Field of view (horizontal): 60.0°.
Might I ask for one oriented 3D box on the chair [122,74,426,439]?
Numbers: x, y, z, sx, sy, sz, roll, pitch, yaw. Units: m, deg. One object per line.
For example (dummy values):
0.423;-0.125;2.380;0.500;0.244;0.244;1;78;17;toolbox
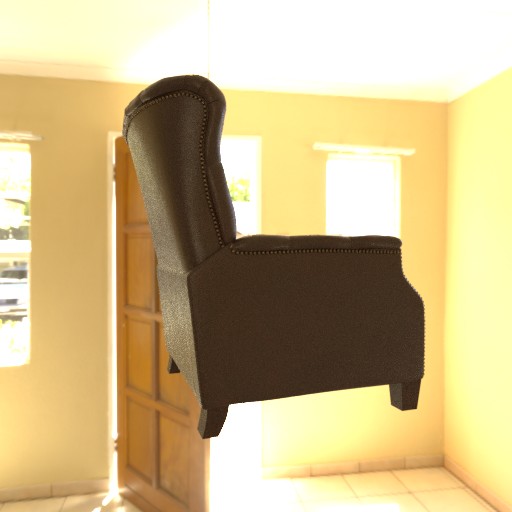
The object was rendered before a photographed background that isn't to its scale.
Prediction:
0.000;0.000;1.437;0.823;0.864;0.709;0;1;-19;chair
